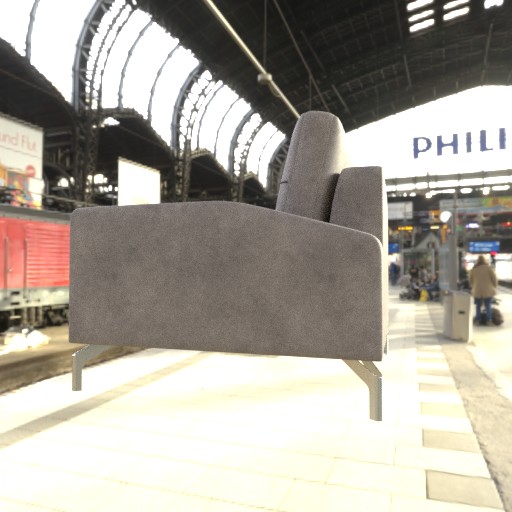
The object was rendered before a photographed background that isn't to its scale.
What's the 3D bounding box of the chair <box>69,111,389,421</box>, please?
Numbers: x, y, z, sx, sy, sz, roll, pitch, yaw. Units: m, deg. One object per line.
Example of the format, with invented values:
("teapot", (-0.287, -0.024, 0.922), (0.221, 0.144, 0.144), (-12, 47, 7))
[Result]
("chair", (0.000, 0.000, 1.583), (0.900, 0.800, 0.900), (0, -2, 17))
